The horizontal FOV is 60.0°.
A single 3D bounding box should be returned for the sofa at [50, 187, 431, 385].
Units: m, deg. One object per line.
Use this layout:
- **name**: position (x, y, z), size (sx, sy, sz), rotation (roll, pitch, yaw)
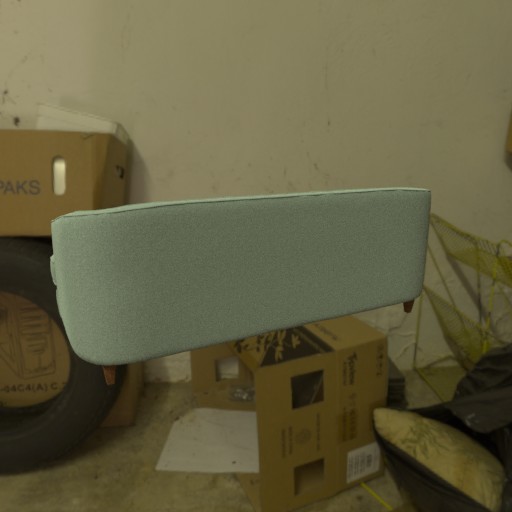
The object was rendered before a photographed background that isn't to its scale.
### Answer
- **sofa**: position (0.000, 0.000, 2.742), size (2.278, 0.855, 0.941), rotation (-8, 16, -27)
